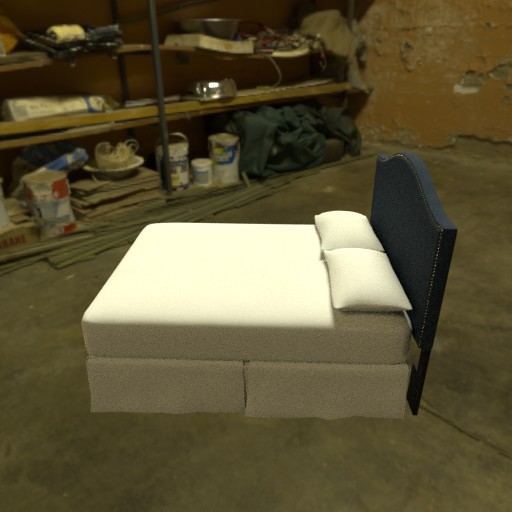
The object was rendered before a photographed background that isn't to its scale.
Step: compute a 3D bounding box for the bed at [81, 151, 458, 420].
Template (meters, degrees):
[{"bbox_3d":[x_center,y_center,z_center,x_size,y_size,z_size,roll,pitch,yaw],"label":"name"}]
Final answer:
[{"bbox_3d":[0.000,0.000,3.271,2.153,1.518,1.713,1,26,2],"label":"bed"}]
